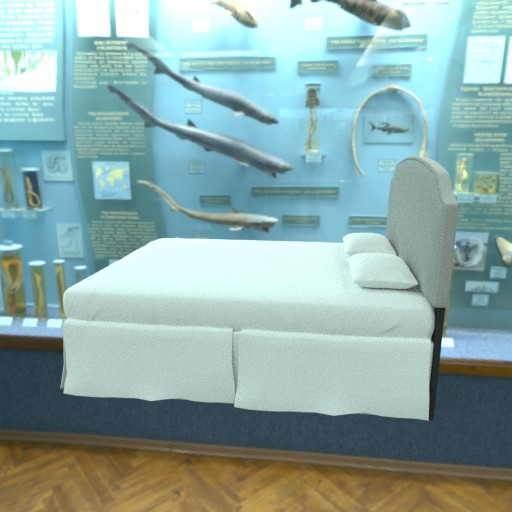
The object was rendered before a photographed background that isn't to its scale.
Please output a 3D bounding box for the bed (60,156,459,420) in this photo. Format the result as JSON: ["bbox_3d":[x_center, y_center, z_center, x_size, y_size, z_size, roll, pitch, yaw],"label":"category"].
[{"bbox_3d":[0.000,0.000,2.888,1.999,1.270,1.558,2,14,8],"label":"bed"}]
